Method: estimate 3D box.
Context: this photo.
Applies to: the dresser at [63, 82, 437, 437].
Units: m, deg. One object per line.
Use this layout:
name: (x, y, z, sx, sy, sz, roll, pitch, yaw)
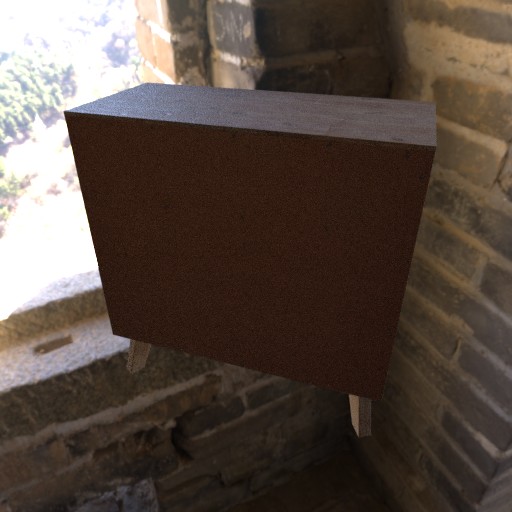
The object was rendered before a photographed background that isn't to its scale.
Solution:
dresser: (0.000, 0.000, 1.569, 0.998, 1.029, 0.455, 10, 33, 16)
